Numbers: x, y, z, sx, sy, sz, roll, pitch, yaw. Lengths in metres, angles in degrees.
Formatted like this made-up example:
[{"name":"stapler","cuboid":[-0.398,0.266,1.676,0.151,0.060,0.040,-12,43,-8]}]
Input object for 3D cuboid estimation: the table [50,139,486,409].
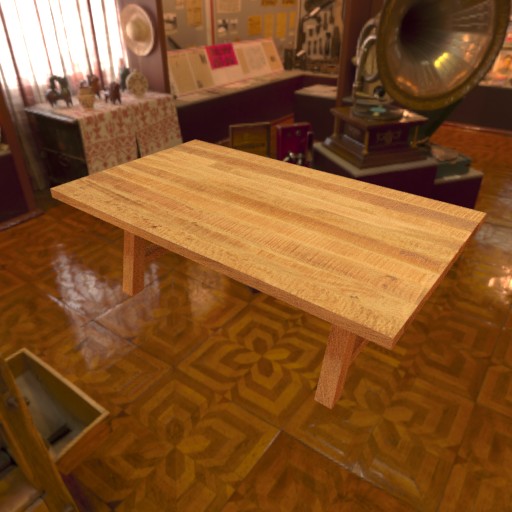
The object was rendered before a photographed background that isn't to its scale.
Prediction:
[{"name":"table","cuboid":[0.000,0.000,1.656,1.320,0.455,0.760,22,38,31]}]
